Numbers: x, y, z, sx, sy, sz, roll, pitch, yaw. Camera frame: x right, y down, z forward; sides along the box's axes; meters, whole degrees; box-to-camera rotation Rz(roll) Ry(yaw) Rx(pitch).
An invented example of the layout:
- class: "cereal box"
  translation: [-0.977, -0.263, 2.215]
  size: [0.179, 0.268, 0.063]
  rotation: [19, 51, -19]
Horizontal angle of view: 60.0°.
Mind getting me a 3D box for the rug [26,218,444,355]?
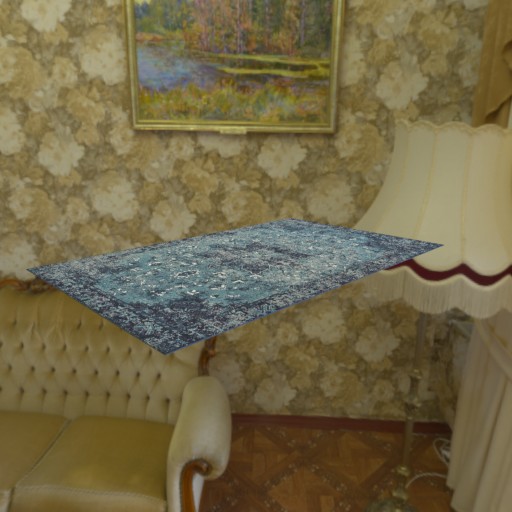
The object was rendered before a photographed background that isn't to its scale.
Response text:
- class: "rug"
  translation: [0.000, 0.000, 3.001]
  size: [2.440, 0.007, 1.525]
  rotation: [-15, 21, -42]
